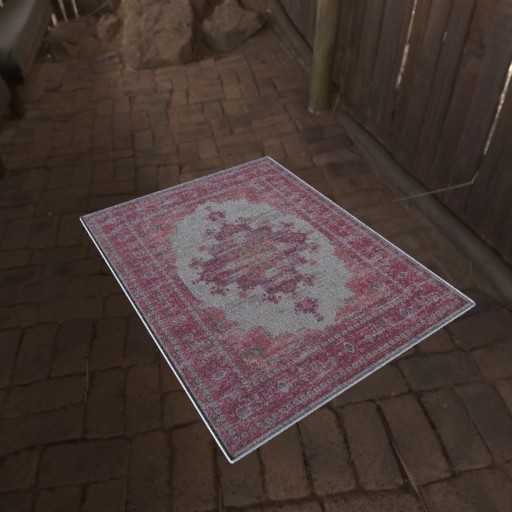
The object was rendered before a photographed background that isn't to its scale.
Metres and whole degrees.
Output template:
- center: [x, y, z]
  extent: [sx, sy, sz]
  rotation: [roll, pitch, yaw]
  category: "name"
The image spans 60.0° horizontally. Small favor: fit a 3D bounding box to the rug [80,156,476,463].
- center: [0.000, 0.000, 4.245]
  extent: [2.447, 0.017, 3.123]
  rotation: [-23, 46, -25]
  category: "rug"
